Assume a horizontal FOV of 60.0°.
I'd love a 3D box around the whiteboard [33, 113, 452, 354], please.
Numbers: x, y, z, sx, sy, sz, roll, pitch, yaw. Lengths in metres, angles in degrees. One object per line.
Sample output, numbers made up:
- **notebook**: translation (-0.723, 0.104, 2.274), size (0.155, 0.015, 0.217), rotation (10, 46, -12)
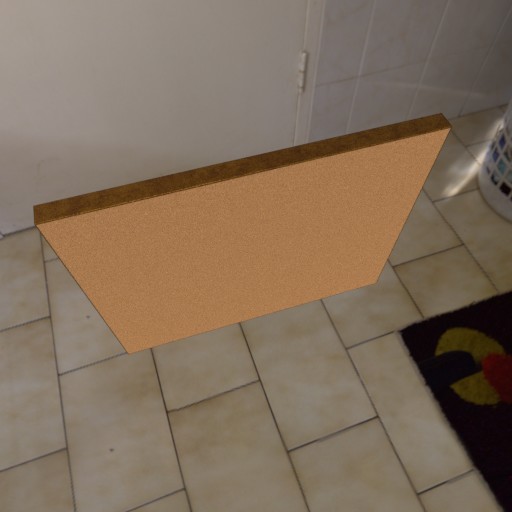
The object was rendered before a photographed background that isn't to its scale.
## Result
- **whiteboard**: translation (0.000, 0.000, 0.772), size (0.561, 0.457, 0.029), rotation (-15, 59, -9)
